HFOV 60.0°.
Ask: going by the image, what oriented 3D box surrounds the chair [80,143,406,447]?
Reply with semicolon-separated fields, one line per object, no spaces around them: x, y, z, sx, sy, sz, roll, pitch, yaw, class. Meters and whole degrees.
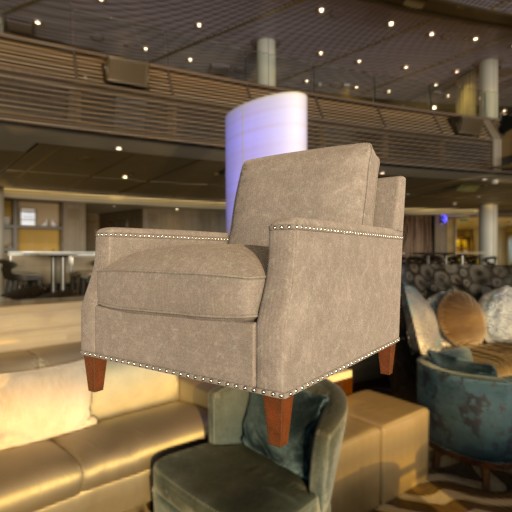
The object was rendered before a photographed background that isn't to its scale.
0.000;0.000;1.702;0.853;0.948;1.014;0;0;35;chair
